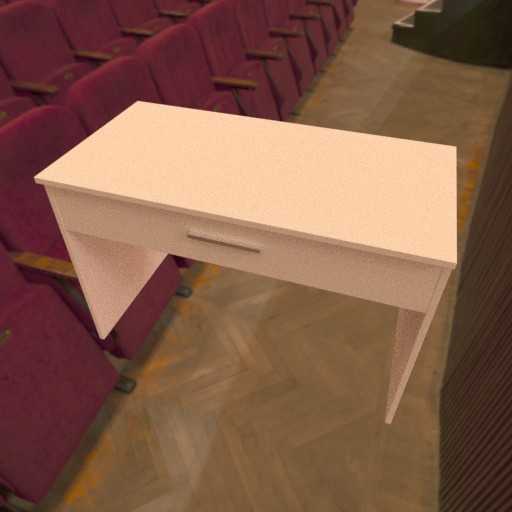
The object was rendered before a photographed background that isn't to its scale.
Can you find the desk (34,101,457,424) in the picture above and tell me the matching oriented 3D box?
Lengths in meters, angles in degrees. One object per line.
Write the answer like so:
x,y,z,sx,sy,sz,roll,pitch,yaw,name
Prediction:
0.000,0.000,1.524,1.100,0.730,0.560,13,43,14,desk
